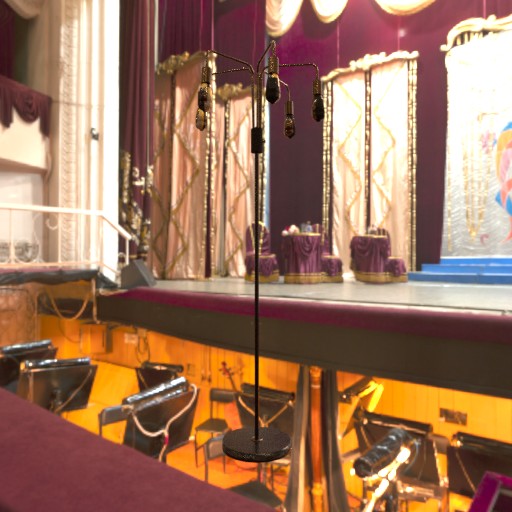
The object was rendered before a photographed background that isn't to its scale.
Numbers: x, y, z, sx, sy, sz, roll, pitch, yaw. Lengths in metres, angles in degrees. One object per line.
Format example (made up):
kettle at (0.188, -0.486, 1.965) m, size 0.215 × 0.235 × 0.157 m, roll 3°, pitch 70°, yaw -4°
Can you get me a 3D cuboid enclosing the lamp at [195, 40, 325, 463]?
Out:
lamp at (0.000, 0.000, 2.009) m, size 0.572 × 1.721 × 0.599 m, roll 0°, pitch -1°, yaw 35°
